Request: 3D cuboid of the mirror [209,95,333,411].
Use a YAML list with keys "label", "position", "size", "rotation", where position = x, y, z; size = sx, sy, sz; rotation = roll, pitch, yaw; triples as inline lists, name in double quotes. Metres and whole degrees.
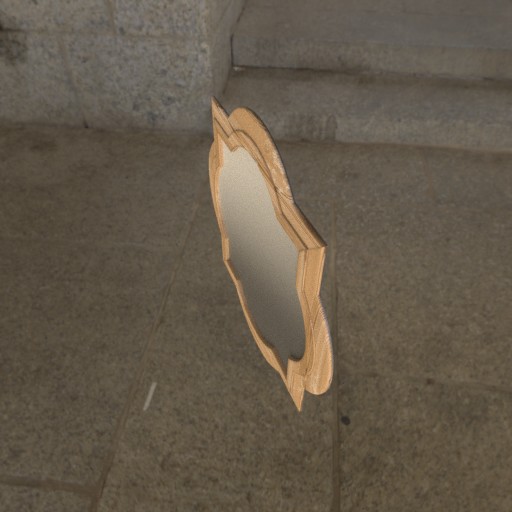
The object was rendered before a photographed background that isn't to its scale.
- label: "mirror"
  position: [0.000, 0.000, 1.044]
  size: [0.019, 0.686, 0.686]
  rotation: [-16, 47, -16]
